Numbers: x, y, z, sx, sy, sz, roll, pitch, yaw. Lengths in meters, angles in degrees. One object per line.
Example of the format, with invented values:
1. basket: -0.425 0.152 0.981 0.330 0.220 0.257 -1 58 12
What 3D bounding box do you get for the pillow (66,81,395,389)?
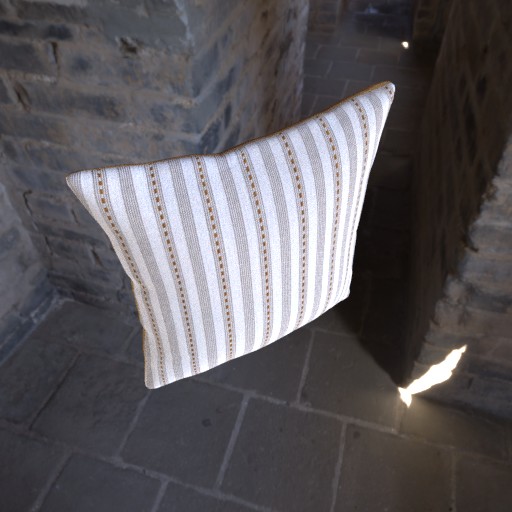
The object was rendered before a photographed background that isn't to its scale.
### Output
1. pillow: 0.000 0.000 0.664 0.432 0.437 0.147 -22 49 -21
